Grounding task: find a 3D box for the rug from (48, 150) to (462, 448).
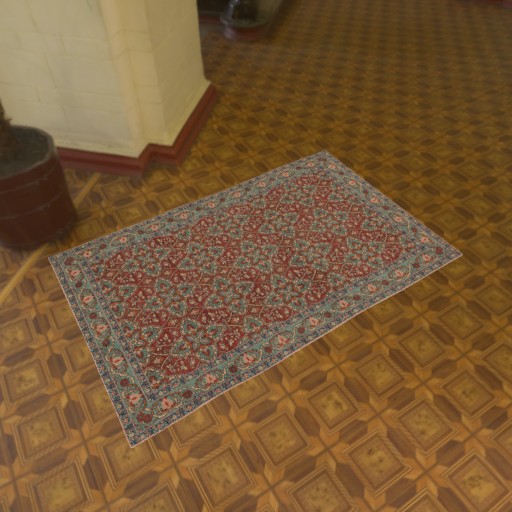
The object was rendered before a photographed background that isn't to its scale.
[{"bbox_3d":[0.000,0.000,3.073,2.439,0.011,1.533,-25,52,-22],"label":"rug"}]
